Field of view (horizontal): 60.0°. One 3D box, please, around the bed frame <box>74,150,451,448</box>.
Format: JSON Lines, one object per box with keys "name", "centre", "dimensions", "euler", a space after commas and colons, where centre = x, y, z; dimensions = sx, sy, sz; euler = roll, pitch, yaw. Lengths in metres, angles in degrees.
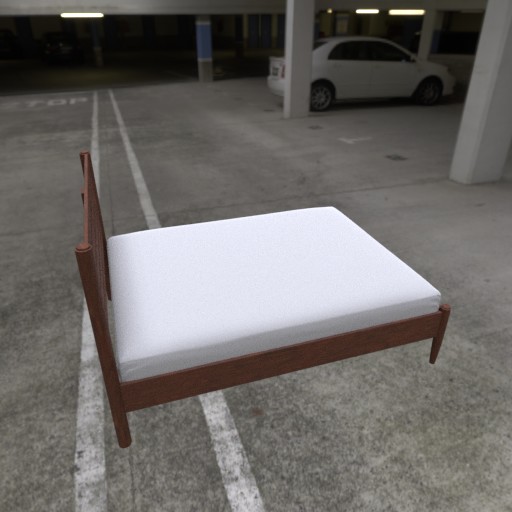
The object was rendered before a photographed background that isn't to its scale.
{"name": "bed frame", "centre": [0.000, 0.000, 3.254], "dimensions": [2.234, 1.321, 1.655], "euler": [-9, 30, -16]}
